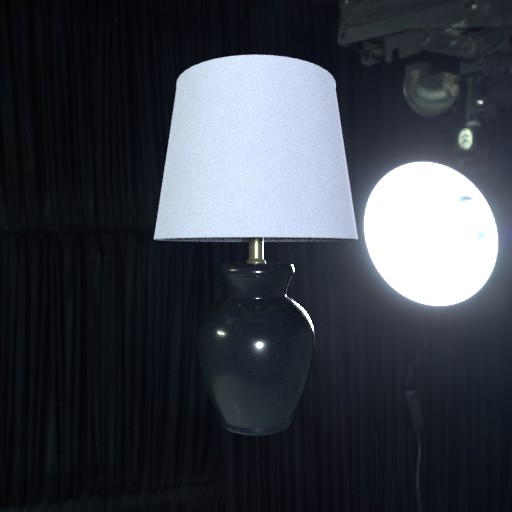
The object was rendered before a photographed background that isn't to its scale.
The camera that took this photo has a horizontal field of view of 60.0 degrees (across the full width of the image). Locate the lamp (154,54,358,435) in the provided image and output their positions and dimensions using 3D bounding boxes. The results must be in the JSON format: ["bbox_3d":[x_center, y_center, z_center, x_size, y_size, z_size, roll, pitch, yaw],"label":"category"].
[{"bbox_3d":[0.000,0.000,0.533,0.239,0.399,0.239,0,1,0],"label":"lamp"}]
